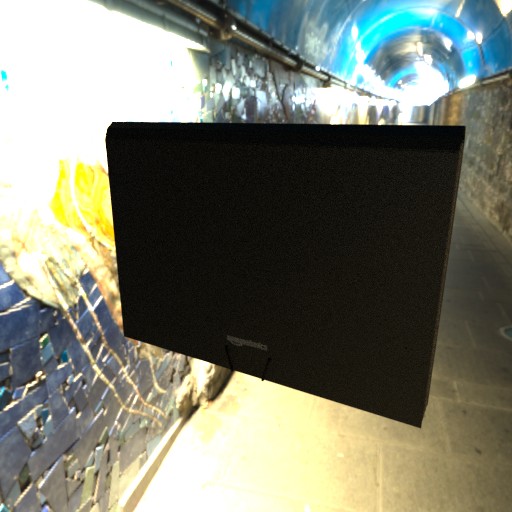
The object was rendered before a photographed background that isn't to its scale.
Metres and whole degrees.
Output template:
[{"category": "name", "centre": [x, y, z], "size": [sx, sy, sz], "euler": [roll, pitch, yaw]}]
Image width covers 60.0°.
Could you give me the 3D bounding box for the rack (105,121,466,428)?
[{"category": "rack", "centre": [0.000, 0.000, 0.419], "size": [0.330, 0.241, 0.041], "euler": [10, 20, 27]}]
